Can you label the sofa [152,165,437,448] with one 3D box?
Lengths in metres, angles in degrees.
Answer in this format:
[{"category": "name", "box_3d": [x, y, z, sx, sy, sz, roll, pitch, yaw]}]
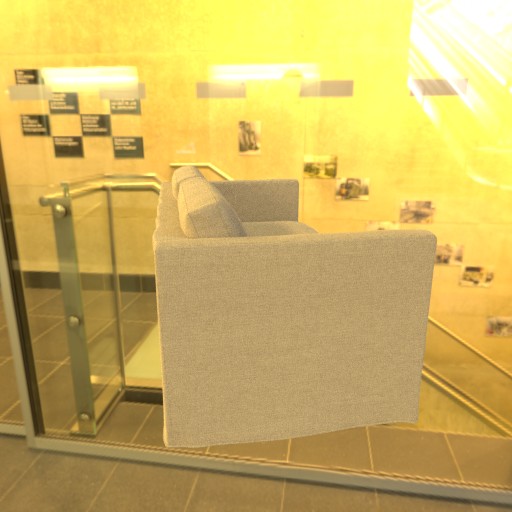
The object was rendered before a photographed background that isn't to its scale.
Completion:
[{"category": "sofa", "box_3d": [0.000, 0.000, 2.264, 0.956, 0.828, 1.766, -3, 16, -10]}]
